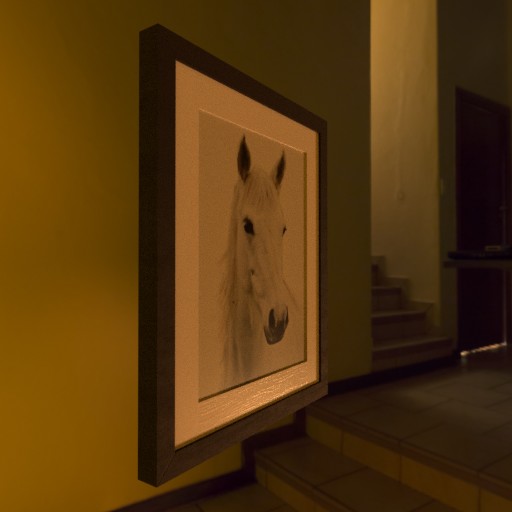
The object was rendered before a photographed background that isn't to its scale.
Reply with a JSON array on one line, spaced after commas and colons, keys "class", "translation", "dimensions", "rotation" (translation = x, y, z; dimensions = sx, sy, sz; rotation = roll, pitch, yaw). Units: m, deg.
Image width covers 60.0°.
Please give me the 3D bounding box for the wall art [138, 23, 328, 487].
[{"class": "wall art", "translation": [0.000, 0.000, 0.723], "dimensions": [0.034, 0.552, 0.455], "rotation": [-1, -1, 35]}]
